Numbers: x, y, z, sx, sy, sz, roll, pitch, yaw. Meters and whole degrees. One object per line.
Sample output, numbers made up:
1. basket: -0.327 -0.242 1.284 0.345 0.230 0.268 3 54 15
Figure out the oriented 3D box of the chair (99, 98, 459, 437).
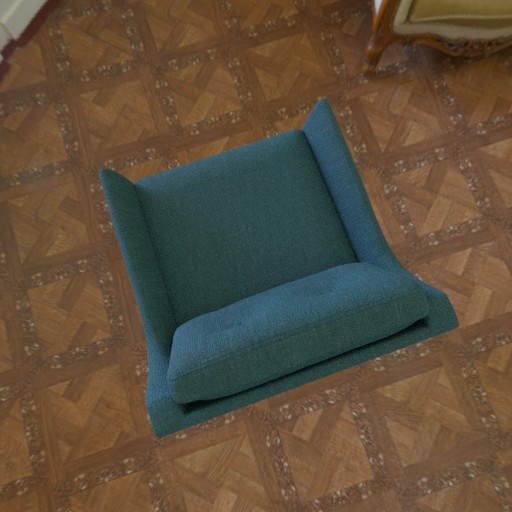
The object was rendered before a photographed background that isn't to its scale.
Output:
1. chair: 0.000 0.000 1.518 0.847 0.828 0.849 -19 77 -4
